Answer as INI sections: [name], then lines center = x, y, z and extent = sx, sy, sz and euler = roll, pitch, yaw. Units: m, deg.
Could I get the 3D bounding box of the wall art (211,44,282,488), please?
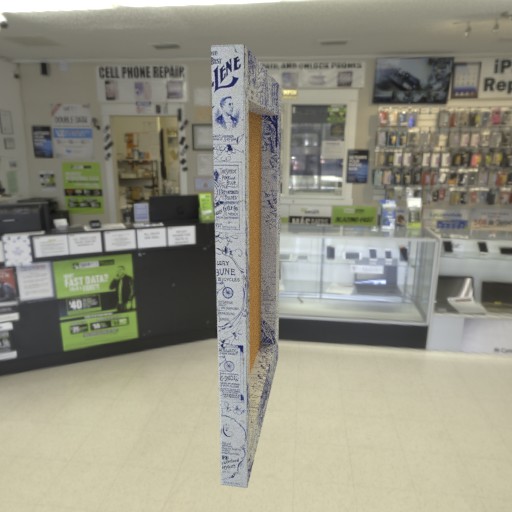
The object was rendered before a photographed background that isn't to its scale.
[wall art]
center = 0.000, 0.000, 0.776
extent = 0.040, 0.601, 0.408
euler = 2, 15, 9
